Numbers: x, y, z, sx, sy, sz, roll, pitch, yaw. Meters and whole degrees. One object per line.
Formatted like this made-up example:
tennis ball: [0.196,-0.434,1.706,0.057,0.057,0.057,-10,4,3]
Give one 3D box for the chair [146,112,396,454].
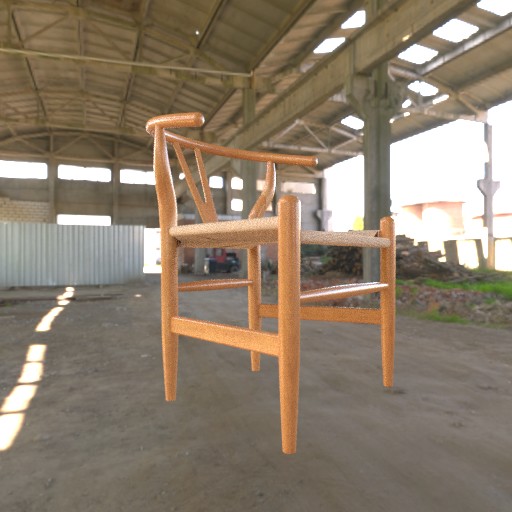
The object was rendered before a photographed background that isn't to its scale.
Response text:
chair: [0.000,0.000,1.196,0.579,0.730,0.569,0,0,36]
